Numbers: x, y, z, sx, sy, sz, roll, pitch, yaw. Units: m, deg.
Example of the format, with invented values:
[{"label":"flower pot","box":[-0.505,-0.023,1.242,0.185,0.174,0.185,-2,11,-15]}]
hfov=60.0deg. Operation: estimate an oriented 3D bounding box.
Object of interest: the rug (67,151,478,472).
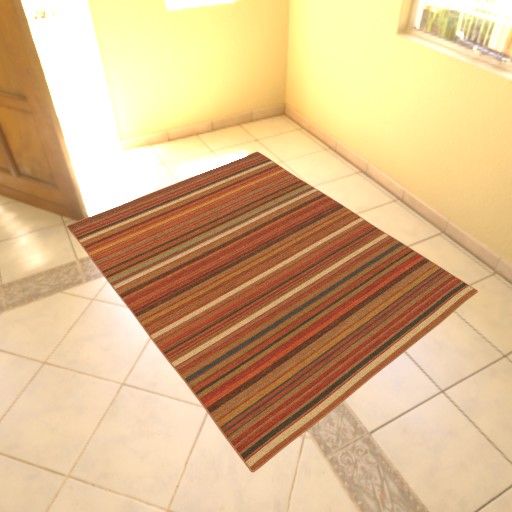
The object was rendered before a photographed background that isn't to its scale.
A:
[{"label":"rug","box":[0.000,0.000,4.152,2.479,0.023,3.092,-28,49,-27]}]
